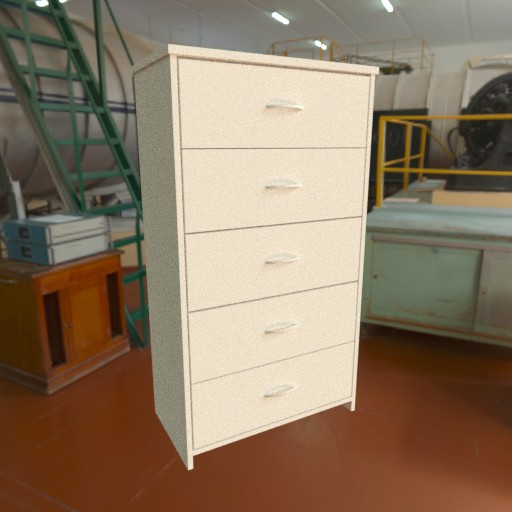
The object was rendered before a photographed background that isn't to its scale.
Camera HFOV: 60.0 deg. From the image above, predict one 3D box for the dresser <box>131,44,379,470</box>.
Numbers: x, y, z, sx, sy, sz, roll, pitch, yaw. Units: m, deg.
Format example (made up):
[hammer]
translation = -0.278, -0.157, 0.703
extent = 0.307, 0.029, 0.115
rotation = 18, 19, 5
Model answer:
[dresser]
translation = 0.000, 0.000, 1.577
extent = 0.704, 1.255, 0.399
rotation = -8, 16, -28
